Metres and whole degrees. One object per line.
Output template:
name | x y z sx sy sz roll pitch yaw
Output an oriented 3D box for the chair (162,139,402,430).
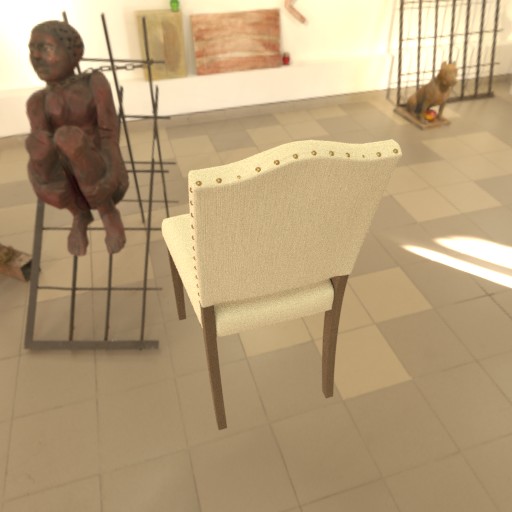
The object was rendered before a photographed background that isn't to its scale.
chair | 0.000 0.000 1.366 0.508 1.015 0.619 -12 42 -13
